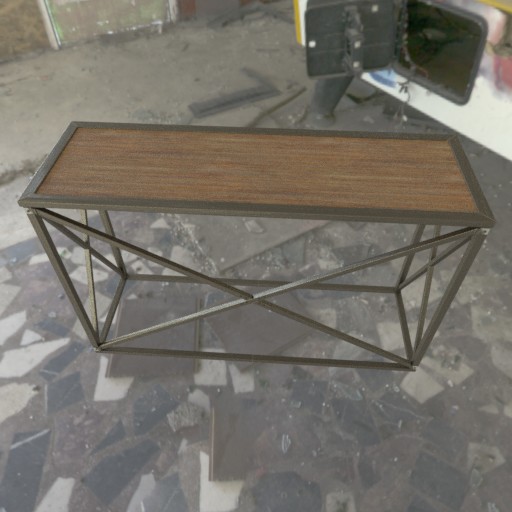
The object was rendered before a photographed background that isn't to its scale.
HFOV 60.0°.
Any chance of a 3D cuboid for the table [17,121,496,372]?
[{"bbox_3d":[0.000,0.000,1.530,1.216,0.753,0.402,3,47,3],"label":"table"}]
